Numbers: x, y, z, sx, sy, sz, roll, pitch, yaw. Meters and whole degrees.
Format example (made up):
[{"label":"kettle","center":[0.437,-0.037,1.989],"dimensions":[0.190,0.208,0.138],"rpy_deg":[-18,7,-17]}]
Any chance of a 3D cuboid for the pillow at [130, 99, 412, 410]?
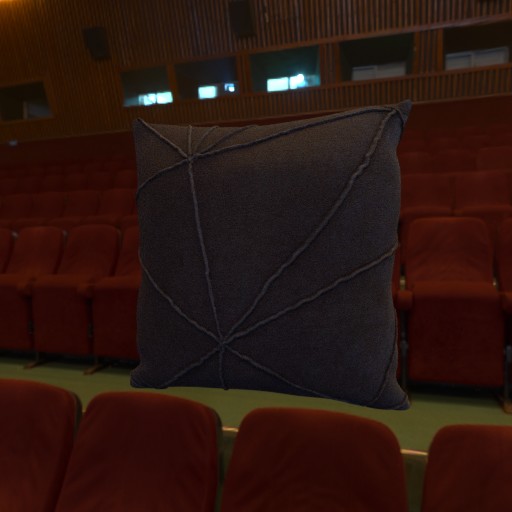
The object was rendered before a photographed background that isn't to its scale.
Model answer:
[{"label":"pillow","center":[0.000,0.000,0.663],"dimensions":[0.439,0.440,0.183],"rpy_deg":[0,1,16]}]
